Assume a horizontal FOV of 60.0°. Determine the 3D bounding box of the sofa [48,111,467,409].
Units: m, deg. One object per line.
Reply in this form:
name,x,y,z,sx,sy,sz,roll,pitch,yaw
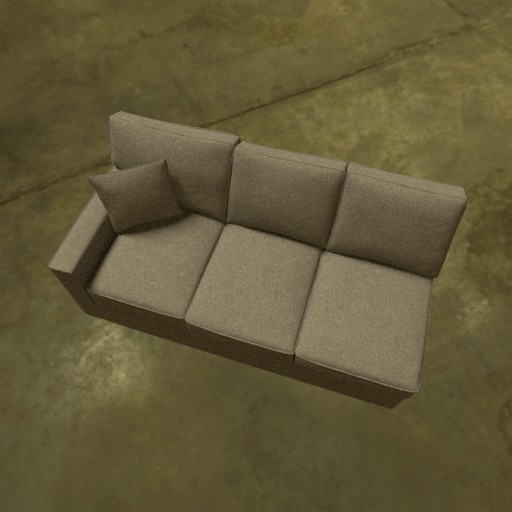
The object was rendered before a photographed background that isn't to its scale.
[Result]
sofa,0.000,0.000,2.510,1.963,0.946,1.034,15,59,9
